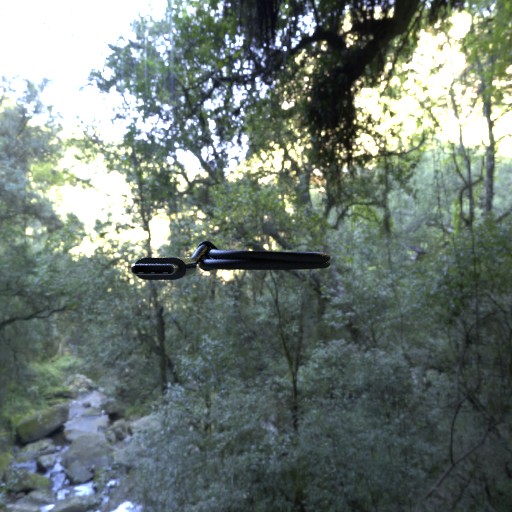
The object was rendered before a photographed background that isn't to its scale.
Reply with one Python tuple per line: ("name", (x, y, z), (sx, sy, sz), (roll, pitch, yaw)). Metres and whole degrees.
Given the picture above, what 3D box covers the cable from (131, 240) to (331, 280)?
("cable", (0.000, 0.000, 0.206), (0.070, 0.014, 0.186), (0, 0, -1))
